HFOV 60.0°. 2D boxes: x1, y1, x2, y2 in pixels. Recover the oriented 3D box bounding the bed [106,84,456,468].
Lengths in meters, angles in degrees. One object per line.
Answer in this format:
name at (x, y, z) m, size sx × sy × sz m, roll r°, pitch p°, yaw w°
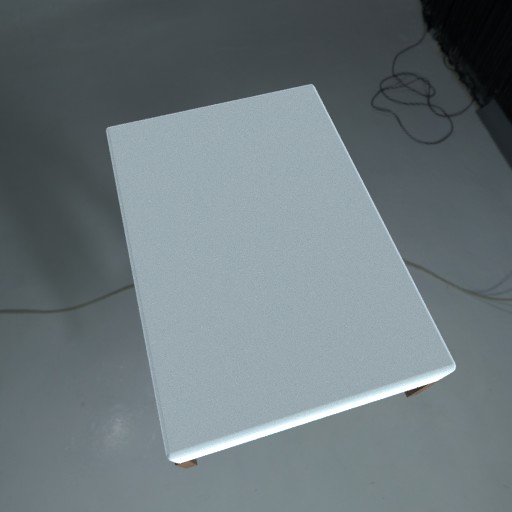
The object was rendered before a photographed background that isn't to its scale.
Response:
bed at (0.000, 0.000, 2.603) m, size 1.348 × 0.616 × 1.927 m, roll -15°, pitch 63°, yaw -8°
